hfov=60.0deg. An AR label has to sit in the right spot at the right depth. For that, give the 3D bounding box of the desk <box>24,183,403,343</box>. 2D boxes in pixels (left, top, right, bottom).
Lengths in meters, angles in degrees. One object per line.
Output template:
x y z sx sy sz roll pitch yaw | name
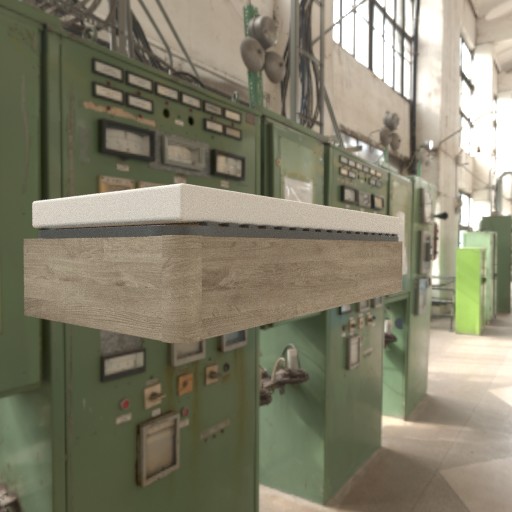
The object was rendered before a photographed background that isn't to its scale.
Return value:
0.000 0.000 2.252 0.900 0.455 1.900 1 1 37 | desk
